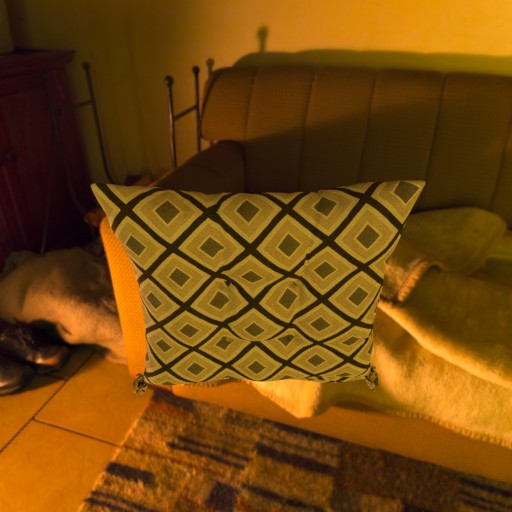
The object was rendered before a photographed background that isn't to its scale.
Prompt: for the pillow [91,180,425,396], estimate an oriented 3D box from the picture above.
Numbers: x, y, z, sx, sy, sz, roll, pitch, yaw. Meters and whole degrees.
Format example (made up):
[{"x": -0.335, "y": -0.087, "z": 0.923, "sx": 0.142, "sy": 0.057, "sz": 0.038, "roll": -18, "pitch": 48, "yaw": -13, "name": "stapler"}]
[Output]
[{"x": 0.000, "y": 0.000, "z": 1.006, "sx": 0.541, "sy": 0.536, "sz": 0.585, "roll": -1, "pitch": 30, "yaw": -2, "name": "pillow"}]
